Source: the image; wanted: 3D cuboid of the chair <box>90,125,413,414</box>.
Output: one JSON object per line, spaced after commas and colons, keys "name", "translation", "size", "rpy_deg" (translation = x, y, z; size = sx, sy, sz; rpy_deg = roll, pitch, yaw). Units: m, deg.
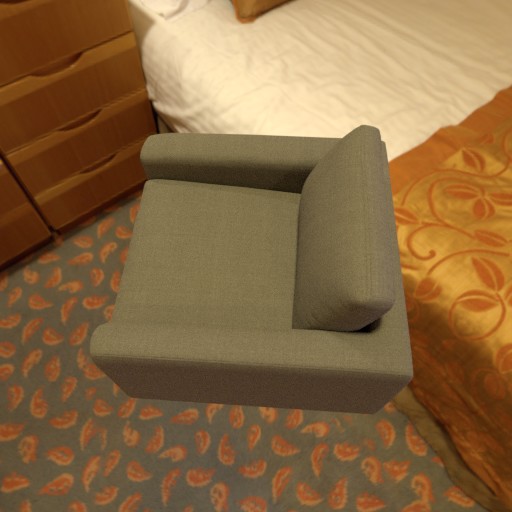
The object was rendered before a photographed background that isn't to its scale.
{"name": "chair", "translation": [0.000, 0.000, 1.862], "size": [1.100, 0.847, 1.070], "rpy_deg": [3, 58, 2]}
